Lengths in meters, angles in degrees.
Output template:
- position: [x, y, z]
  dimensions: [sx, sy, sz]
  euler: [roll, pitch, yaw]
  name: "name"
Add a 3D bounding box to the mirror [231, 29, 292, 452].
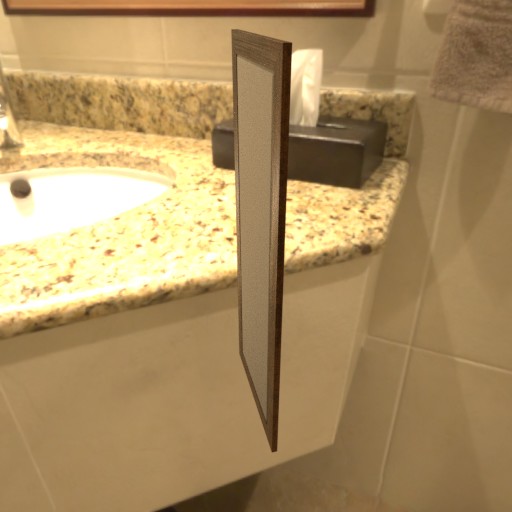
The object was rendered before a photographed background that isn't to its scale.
- position: [0.000, 0.000, 2.269]
  dimensions: [0.032, 2.031, 0.812]
  euler: [-7, 31, -13]
  name: "mirror"
